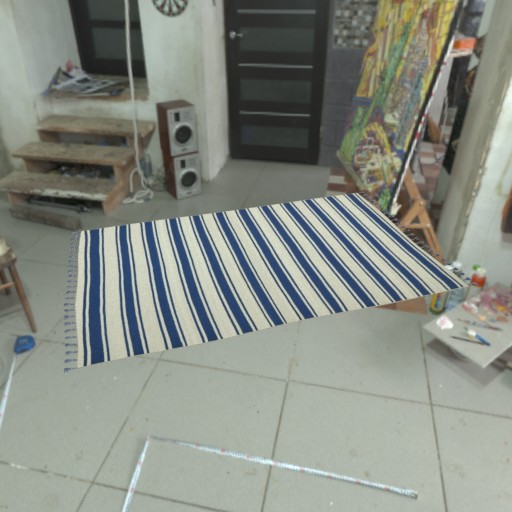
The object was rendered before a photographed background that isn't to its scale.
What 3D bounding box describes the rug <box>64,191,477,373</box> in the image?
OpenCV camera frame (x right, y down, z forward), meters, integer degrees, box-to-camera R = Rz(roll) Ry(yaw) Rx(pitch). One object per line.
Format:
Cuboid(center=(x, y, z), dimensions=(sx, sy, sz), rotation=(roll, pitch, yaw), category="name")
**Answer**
Cuboid(center=(0.000, 0.000, 2.603), dimensions=(2.108, 0.009, 1.248), rotation=(-10, 34, -14), category="rug")
